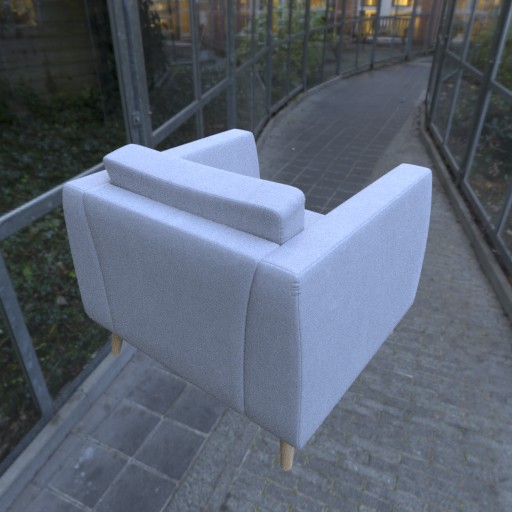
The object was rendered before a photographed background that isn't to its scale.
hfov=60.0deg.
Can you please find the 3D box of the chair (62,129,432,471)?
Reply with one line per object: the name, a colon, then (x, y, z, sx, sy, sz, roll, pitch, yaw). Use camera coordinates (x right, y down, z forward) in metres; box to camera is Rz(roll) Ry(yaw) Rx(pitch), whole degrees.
chair: (0.000, 0.000, 1.684, 1.000, 0.860, 0.930, 21, 36, 32)
